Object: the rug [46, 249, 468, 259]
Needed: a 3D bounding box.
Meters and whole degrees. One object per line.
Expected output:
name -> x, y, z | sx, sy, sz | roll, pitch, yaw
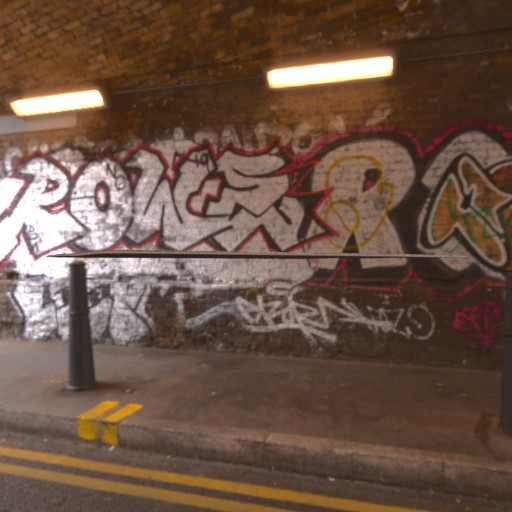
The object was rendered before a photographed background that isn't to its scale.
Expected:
rug -> 0.000, 0.000, 3.714 | 2.901, 0.026, 2.043 | 1, -1, -35
